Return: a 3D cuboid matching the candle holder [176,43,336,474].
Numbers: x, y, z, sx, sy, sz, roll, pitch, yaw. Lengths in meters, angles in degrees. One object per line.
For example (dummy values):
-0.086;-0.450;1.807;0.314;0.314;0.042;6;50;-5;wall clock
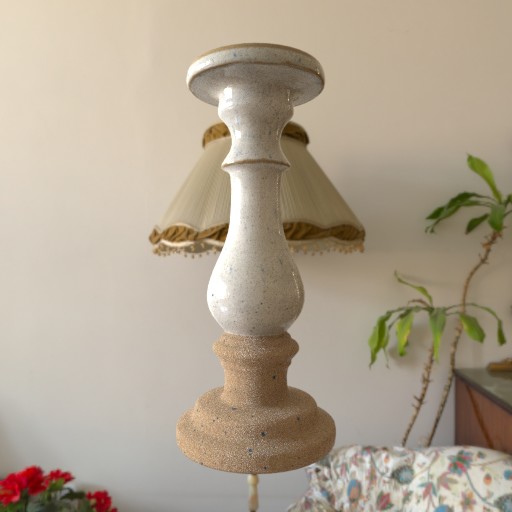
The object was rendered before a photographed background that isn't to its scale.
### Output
0.000;0.000;0.246;0.088;0.203;0.088;0;0;0;candle holder
